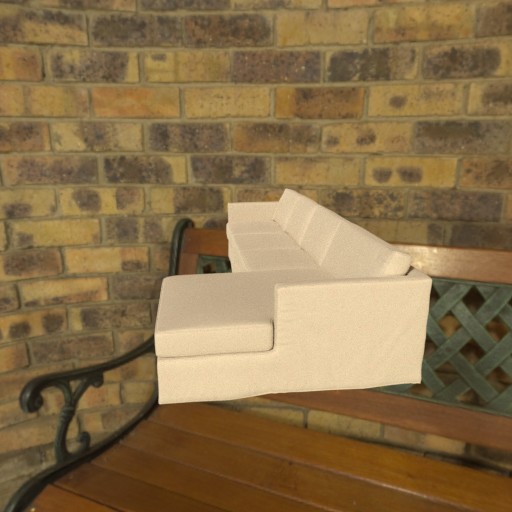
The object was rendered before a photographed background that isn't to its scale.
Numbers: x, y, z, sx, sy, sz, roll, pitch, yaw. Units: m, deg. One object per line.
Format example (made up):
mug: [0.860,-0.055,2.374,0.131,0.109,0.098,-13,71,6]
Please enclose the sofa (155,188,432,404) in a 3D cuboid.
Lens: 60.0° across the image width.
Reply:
sofa: [0.000,0.000,4.020,1.622,0.871,3.206,-2,16,-8]
